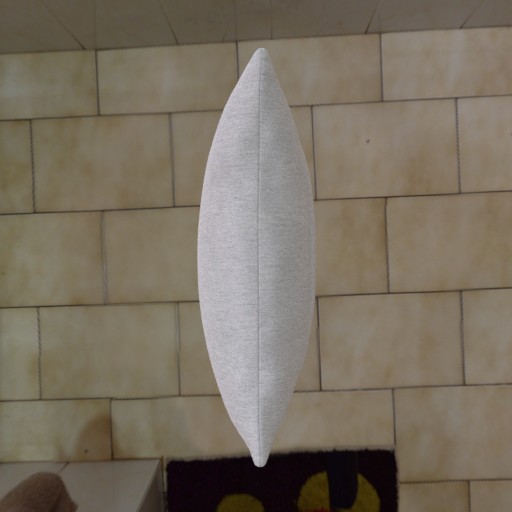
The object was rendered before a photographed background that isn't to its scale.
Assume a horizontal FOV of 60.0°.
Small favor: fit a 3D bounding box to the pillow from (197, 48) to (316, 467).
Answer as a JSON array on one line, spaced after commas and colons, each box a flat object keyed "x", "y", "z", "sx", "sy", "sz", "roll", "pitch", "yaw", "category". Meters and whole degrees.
[{"x": 0.000, "y": 0.000, "z": 0.672, "sx": 0.173, "sy": 0.436, "sz": 0.433, "roll": 0, "pitch": 91, "yaw": 1, "category": "pillow"}]
